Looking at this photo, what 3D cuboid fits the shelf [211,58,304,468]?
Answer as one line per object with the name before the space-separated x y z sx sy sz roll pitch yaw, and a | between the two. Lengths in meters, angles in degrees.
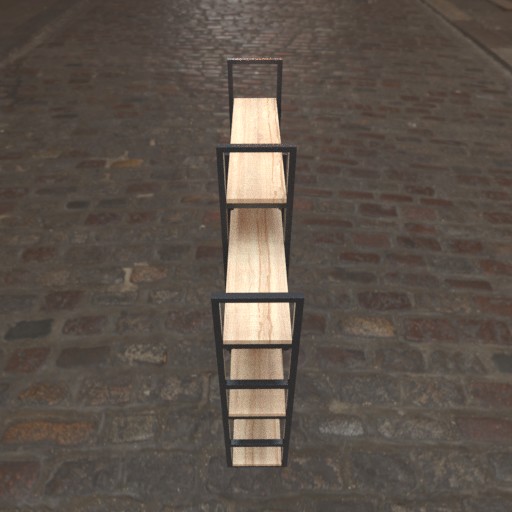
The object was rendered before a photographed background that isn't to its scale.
shelf | 0.000 0.000 1.418 0.183 0.921 0.946 0 41 0
